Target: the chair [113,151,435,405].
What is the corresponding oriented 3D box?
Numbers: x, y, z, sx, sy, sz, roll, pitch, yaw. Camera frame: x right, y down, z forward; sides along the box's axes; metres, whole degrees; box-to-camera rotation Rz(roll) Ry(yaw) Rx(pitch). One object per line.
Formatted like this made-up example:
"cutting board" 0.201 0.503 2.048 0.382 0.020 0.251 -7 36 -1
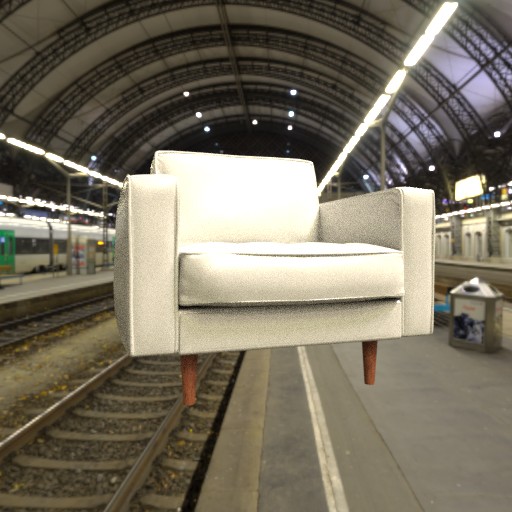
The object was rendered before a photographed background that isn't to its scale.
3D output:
"chair" 0.000 0.000 1.516 0.928 0.773 0.843 0 1 -18
